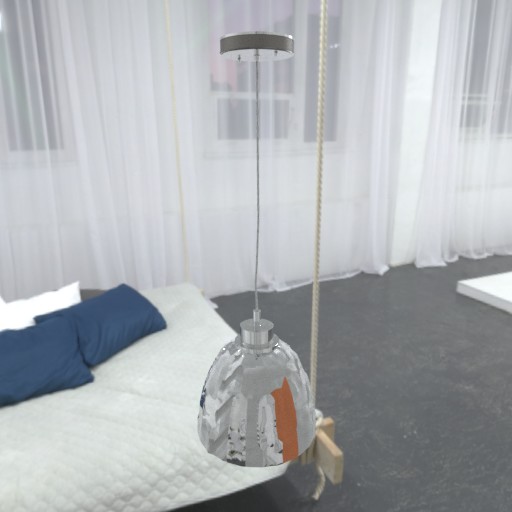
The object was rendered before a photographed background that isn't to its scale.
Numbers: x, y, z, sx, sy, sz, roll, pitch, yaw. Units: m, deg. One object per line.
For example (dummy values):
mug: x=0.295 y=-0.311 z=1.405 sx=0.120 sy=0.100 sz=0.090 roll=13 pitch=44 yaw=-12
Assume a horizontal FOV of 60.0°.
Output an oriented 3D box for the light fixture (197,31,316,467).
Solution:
light fixture: x=0.000 y=0.000 z=1.692 sx=0.500 sy=1.511 sz=0.496 roll=-14 pitch=21 yaw=-42
